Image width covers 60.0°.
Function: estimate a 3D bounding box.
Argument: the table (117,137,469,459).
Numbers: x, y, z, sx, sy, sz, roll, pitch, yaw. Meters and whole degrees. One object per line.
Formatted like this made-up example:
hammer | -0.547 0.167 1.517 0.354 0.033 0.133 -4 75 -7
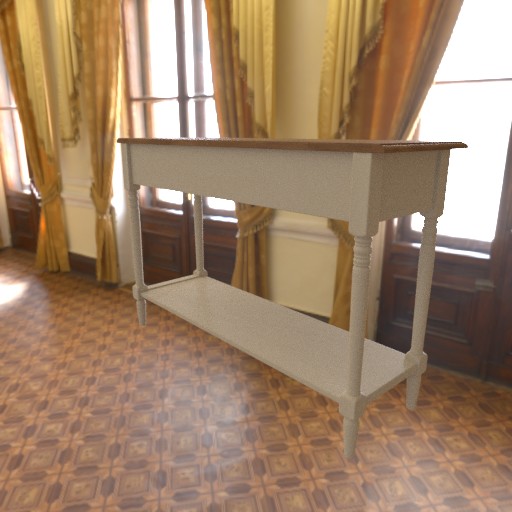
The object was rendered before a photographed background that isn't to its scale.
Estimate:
table | 0.000 0.000 1.571 0.399 0.800 1.219 -14 21 -40
